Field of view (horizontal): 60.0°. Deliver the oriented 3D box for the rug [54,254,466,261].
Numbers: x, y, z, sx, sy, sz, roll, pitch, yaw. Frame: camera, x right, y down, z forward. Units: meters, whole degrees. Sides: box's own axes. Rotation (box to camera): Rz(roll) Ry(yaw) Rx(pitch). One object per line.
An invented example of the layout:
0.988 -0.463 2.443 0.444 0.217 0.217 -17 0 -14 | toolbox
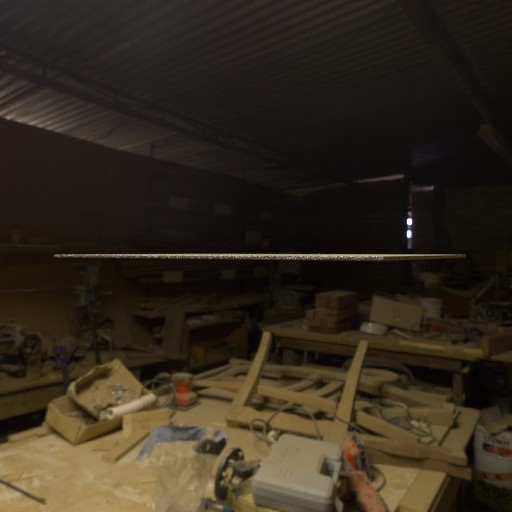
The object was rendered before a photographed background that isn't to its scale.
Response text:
0.000 0.000 2.959 2.297 0.018 1.532 0 1 36 | rug
